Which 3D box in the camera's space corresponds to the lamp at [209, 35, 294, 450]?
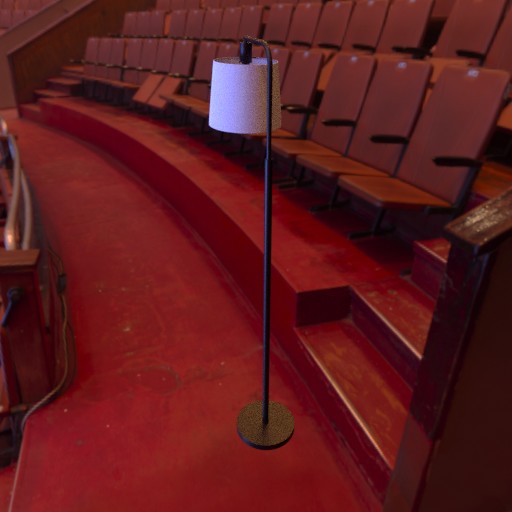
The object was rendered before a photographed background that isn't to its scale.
[{"bbox_3d":[0.000,0.000,1.657,0.254,1.478,0.508,-8,27,-16],"label":"lamp"}]
